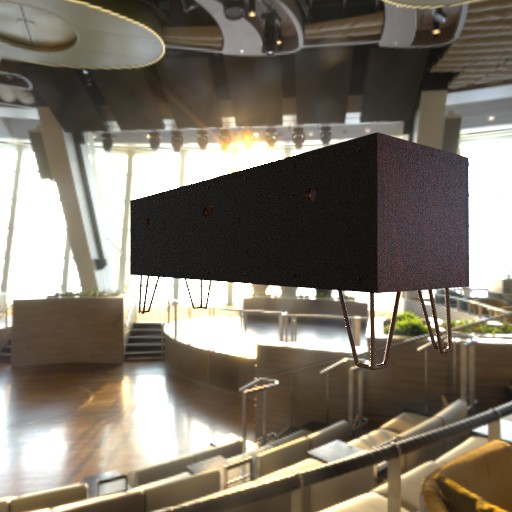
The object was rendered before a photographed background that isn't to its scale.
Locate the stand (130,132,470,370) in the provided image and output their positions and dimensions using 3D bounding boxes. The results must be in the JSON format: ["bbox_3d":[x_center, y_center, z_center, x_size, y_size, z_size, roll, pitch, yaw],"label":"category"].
[{"bbox_3d":[0.000,0.000,1.900,0.481,0.610,1.626,0,-1,-37],"label":"stand"}]
